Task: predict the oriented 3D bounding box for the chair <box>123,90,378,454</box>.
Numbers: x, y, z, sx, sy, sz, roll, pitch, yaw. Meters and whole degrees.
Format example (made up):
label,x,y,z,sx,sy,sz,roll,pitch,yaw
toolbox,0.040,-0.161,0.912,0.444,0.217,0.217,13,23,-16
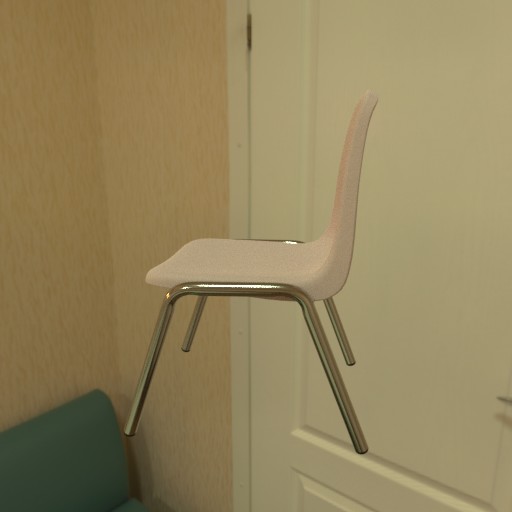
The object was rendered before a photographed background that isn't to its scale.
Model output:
label,x,y,z,sx,sy,sz,roll,pitch,yaw
chair,0.000,0.000,0.845,0.423,0.586,0.354,2,14,8
